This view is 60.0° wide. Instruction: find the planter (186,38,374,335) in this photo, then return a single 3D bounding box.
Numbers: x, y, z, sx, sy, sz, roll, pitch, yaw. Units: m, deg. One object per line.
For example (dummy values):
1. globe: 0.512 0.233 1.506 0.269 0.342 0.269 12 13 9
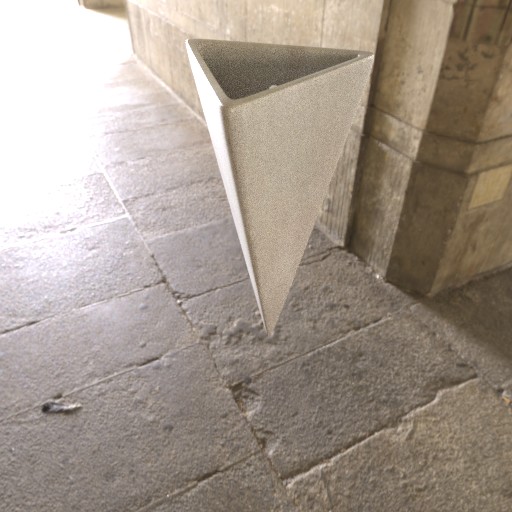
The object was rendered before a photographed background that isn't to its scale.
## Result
1. planter: 0.000 0.000 0.273 0.101 0.224 0.081 11 40 13
